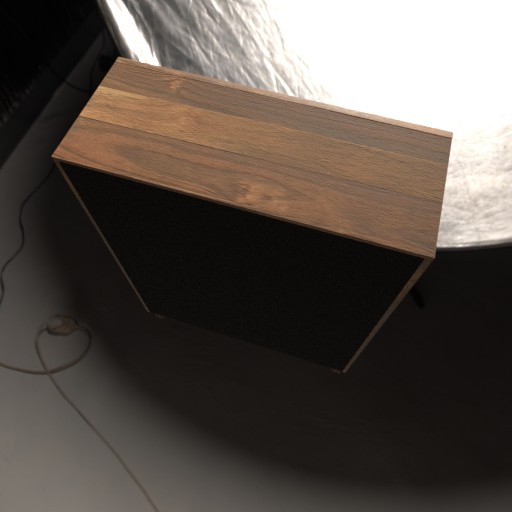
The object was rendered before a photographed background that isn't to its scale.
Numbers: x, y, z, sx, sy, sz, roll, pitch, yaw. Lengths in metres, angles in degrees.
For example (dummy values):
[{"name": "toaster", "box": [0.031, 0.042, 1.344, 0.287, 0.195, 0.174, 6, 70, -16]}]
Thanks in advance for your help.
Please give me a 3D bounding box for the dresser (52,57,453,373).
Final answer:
[{"name": "dresser", "box": [0.000, 0.000, 1.878, 1.062, 1.393, 0.442, 16, 64, 8]}]
